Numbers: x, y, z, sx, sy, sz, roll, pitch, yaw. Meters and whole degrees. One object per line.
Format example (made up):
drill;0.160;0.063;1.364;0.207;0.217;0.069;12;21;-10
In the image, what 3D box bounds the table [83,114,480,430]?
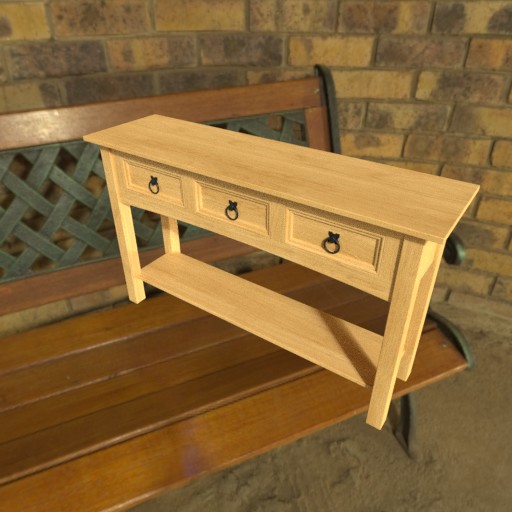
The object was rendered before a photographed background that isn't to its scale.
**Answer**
table;0.000;0.000;1.576;1.240;0.730;0.350;21;38;29
